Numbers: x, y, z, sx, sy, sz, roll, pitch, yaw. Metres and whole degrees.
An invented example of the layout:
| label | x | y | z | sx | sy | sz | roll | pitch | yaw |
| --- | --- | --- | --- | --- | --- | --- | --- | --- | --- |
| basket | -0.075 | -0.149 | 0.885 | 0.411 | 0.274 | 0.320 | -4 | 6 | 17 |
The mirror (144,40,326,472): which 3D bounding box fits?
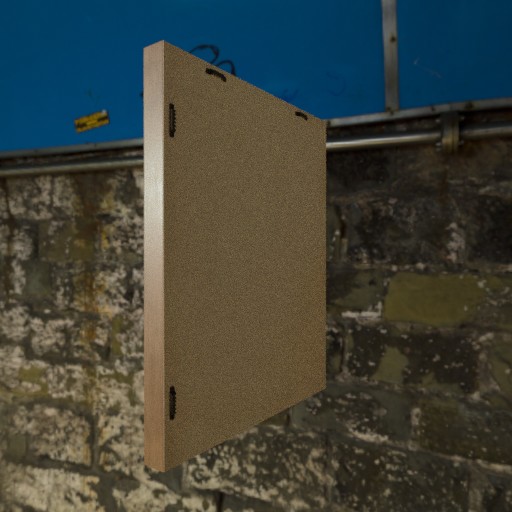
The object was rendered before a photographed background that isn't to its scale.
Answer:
| label | x | y | z | sx | sy | sz | roll | pitch | yaw |
| --- | --- | --- | --- | --- | --- | --- | --- | --- | --- |
| mirror | 0.000 | 0.000 | 0.691 | 0.041 | 0.508 | 0.405 | 0 | 1 | 37 |
